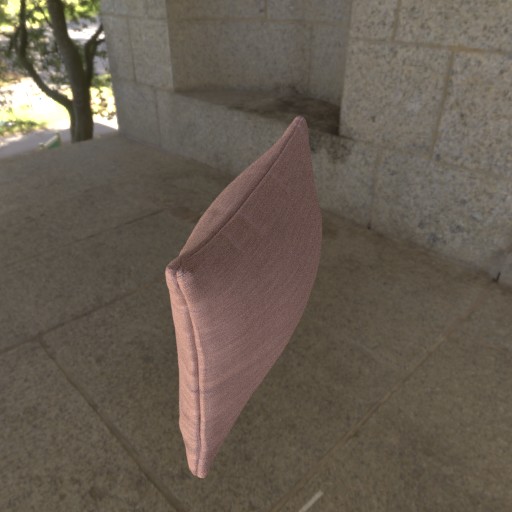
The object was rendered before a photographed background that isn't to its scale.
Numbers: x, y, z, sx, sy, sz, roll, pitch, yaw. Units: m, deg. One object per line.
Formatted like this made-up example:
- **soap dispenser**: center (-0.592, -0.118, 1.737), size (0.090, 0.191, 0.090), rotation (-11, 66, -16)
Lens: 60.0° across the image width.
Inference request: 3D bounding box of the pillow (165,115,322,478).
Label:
- **pillow**: center (0.000, 0.000, 0.774), size (0.210, 0.338, 0.633), rotation (9, 33, 14)
